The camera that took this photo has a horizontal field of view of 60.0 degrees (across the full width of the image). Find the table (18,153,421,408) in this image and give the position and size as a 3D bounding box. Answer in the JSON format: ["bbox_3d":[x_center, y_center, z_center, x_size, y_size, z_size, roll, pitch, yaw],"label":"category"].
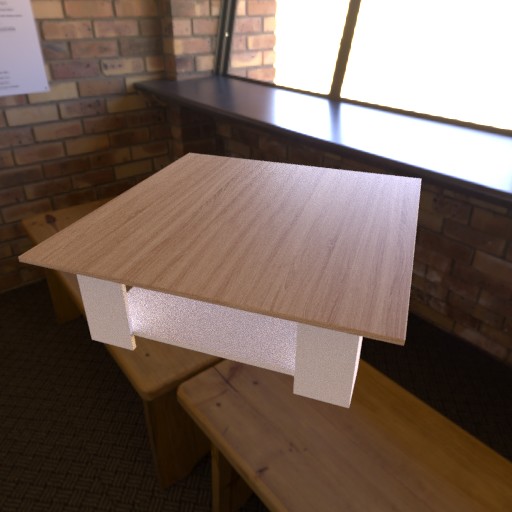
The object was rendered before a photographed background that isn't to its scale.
[{"bbox_3d":[0.000,0.000,1.368,0.890,0.305,0.890,10,31,17],"label":"table"}]
